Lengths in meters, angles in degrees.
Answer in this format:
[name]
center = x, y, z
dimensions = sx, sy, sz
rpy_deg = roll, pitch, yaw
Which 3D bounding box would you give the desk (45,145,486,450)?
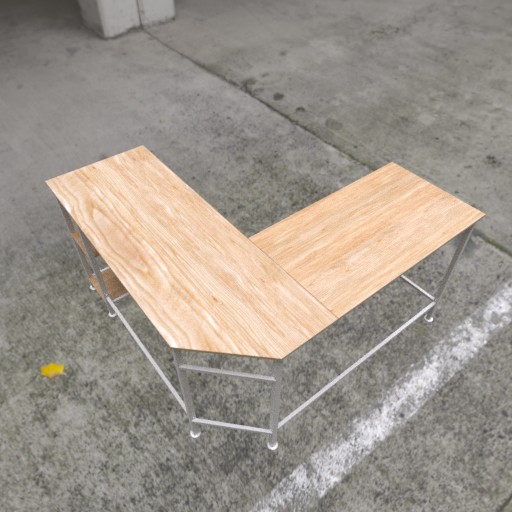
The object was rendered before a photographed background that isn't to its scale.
[desk]
center = 0.000, 0.000, 2.214
dimensions = 1.379, 0.739, 1.379
rpy_deg = -29, 52, -26
